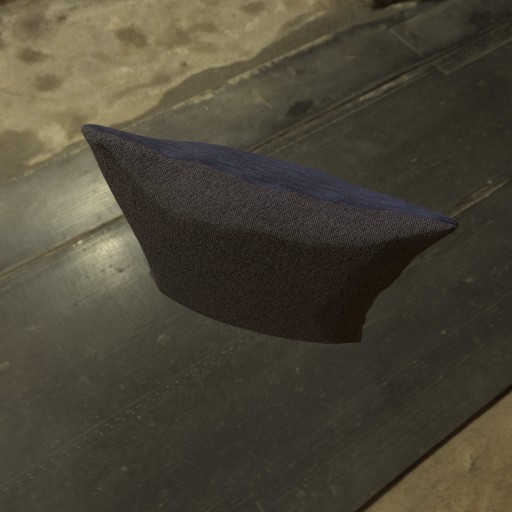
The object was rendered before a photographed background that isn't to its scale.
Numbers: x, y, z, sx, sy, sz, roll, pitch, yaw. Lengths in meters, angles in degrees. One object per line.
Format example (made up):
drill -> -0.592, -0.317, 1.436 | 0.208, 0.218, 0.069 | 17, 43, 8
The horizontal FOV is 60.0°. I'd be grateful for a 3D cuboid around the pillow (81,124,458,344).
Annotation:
pillow -> 0.000, 0.000, 0.693 | 0.452, 0.439, 0.204 | 17, 64, 8
